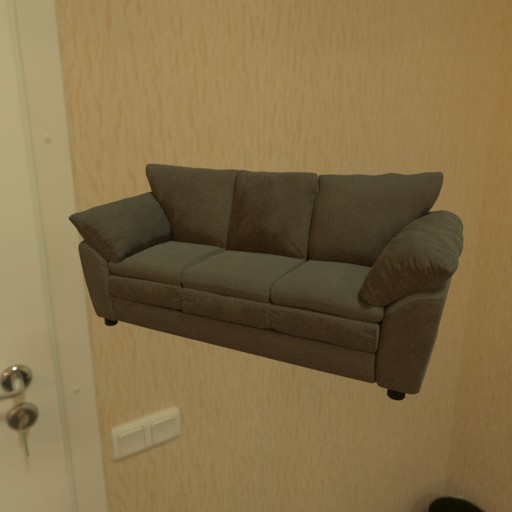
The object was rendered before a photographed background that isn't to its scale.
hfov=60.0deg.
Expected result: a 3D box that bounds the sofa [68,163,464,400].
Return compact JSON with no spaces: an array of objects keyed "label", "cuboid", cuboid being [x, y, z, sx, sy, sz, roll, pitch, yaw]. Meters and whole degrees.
[{"label":"sofa","cuboid":[0.000,0.000,2.784,2.336,1.073,0.878,8,17,27]}]
